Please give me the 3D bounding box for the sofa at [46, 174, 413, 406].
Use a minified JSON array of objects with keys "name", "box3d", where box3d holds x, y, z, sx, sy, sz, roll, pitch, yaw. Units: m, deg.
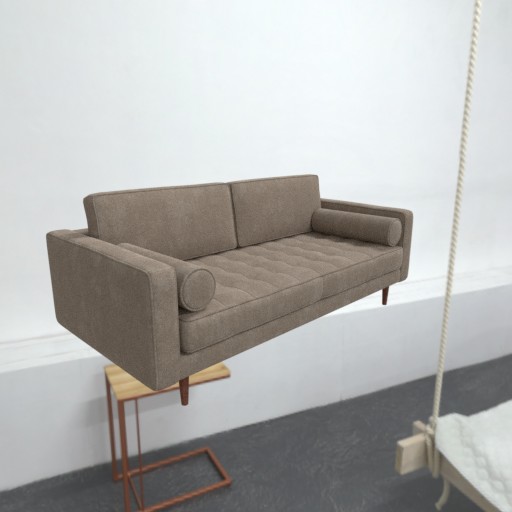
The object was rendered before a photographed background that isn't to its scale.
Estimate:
[{"name":"sofa","box3d":[0.000,0.000,2.396,1.883,0.769,0.920,-14,20,-43]}]
